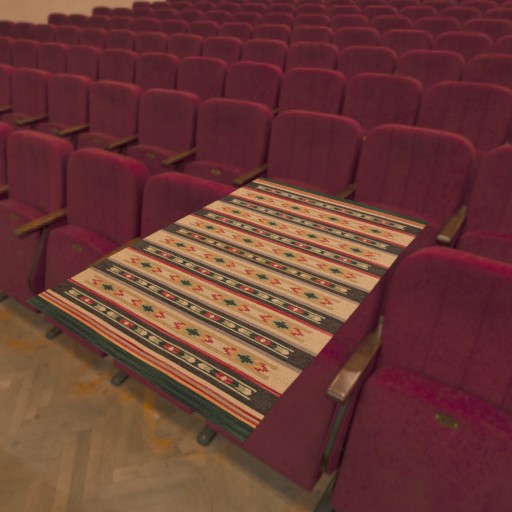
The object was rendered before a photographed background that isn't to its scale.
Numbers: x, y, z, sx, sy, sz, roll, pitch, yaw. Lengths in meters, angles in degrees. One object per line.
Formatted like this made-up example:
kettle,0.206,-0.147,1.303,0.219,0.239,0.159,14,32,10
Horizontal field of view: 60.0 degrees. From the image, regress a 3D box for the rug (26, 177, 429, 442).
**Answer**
rug,0.000,0.000,2.303,1.221,0.009,1.825,21,37,30
